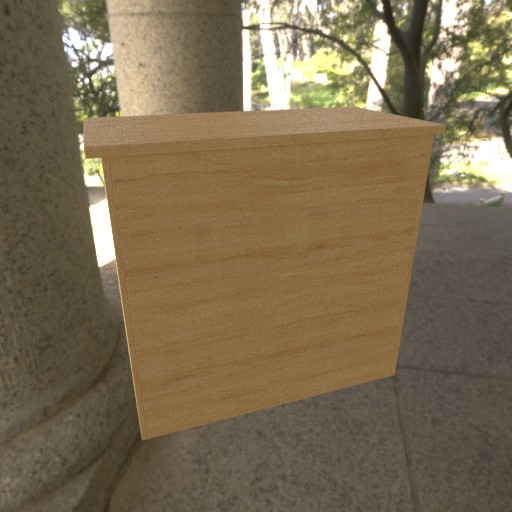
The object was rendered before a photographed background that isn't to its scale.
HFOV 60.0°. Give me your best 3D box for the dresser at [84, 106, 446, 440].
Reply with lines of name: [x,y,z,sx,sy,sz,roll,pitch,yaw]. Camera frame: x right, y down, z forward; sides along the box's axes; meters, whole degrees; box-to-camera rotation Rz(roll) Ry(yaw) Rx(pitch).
dresser: [0.000,0.000,1.243,0.800,0.730,0.410,-8,26,-18]
